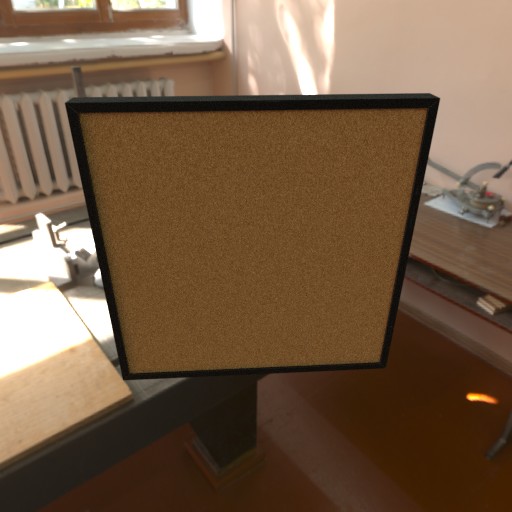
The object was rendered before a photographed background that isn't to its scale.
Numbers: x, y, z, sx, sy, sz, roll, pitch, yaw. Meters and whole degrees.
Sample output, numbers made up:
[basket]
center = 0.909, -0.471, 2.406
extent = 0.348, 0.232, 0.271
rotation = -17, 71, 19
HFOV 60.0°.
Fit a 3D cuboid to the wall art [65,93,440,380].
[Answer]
[wall art]
center = 0.000, 0.000, 0.739
extent = 0.506, 0.506, 0.036
rotation = -2, 30, -3
